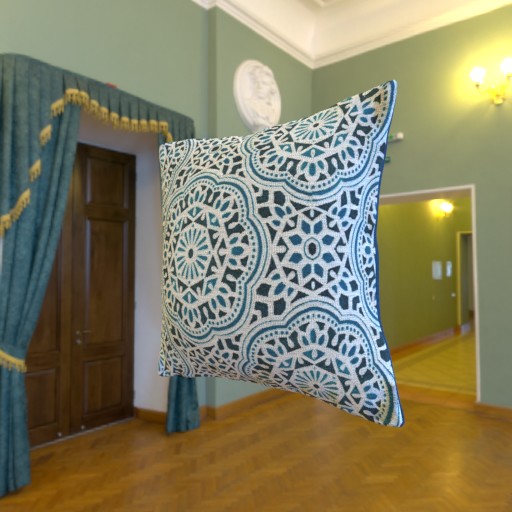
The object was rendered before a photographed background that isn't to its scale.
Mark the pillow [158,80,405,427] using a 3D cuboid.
[{"bbox_3d":[0.000,0.000,0.664,0.440,0.420,0.145,-1,-2,37],"label":"pillow"}]
